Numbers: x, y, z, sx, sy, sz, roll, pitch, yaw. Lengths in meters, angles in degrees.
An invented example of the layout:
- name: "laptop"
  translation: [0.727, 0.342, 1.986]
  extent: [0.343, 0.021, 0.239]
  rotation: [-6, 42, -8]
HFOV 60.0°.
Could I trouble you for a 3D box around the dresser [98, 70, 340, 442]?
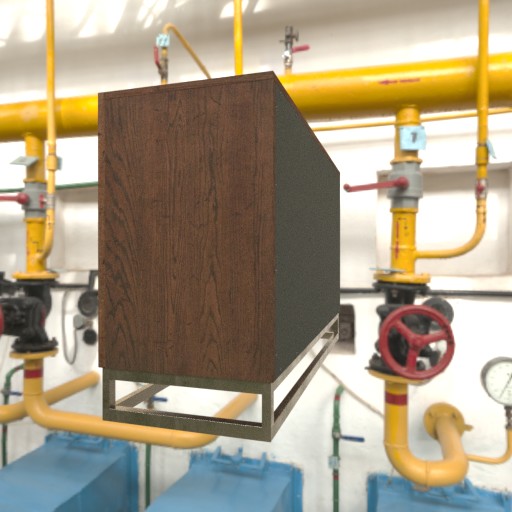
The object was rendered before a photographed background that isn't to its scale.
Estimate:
- name: "dresser"
  translation: [0.000, 0.000, 2.137]
  extent: [0.623, 1.061, 1.646]
  rotation: [0, 0, 17]
